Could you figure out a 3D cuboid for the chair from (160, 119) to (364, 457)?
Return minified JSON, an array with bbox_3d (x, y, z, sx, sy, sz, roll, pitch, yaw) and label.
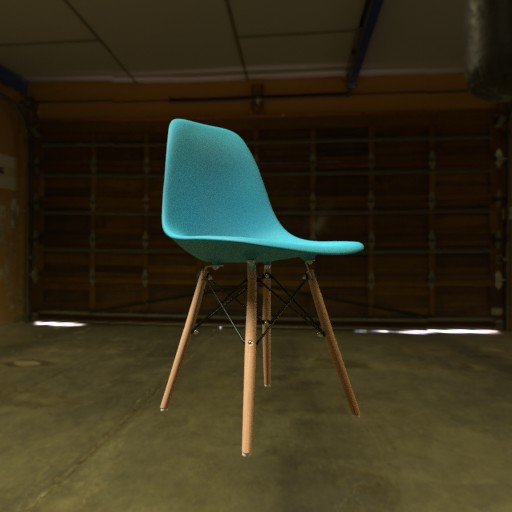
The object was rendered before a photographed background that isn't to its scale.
[{"bbox_3d":[0.000,0.000,1.175,0.470,0.826,0.531,0,-1,-39],"label":"chair"}]
